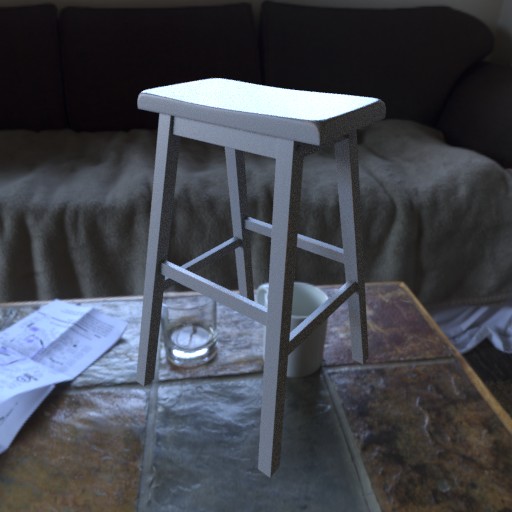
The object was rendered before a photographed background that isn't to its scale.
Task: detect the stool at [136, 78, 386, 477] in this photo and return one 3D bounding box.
[{"bbox_3d":[0.000,0.000,1.063,0.457,0.737,0.476,22,36,33],"label":"stool"}]
